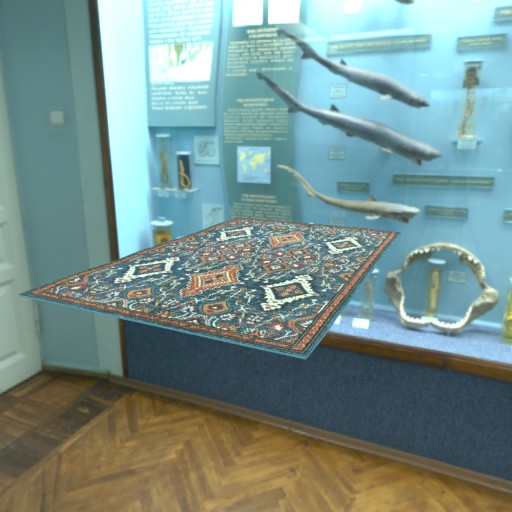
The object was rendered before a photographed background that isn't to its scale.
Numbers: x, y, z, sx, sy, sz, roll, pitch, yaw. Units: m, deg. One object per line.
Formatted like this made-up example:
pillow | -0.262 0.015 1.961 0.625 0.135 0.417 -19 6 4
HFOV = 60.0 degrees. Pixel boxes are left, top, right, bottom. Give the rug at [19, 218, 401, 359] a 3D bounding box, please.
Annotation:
rug | 0.000 0.000 2.280 1.195 0.014 1.847 7 17 25
